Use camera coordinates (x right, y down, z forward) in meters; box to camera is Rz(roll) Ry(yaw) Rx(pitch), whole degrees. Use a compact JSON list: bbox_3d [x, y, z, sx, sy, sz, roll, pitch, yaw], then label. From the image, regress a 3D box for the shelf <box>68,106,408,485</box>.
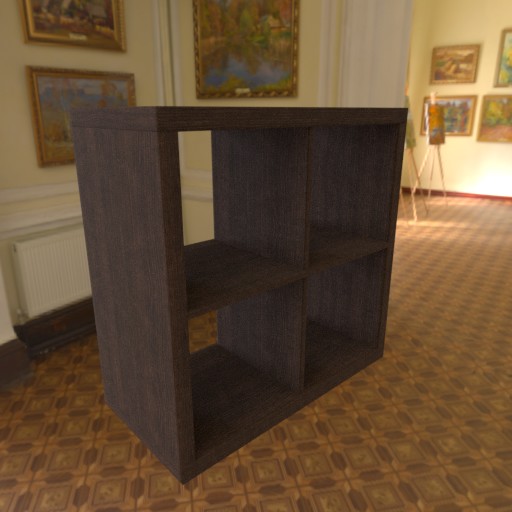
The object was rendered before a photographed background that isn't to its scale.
[{"bbox_3d":[0.000,0.000,1.237,0.790,0.786,0.390,-16,24,-40],"label":"shelf"}]
